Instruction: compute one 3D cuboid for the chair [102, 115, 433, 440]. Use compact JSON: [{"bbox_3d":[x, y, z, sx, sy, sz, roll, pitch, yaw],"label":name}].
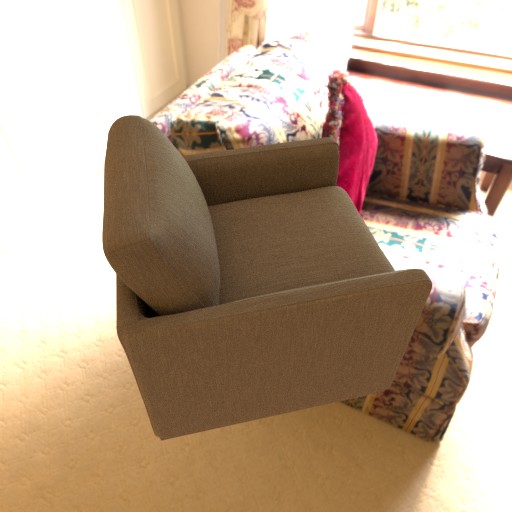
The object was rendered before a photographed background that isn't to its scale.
[{"bbox_3d":[0.000,0.000,1.471,0.834,0.811,0.763,-9,45,-9],"label":"chair"}]
